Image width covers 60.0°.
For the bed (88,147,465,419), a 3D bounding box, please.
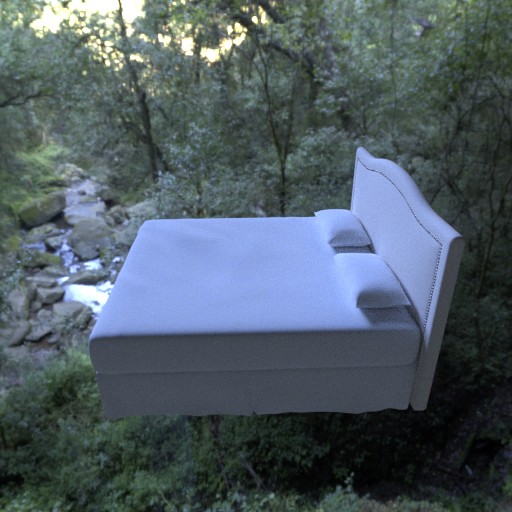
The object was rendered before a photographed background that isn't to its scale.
[{"bbox_3d":[0.000,0.000,3.517,2.182,1.421,2.083,-1,27,-2],"label":"bed"}]
